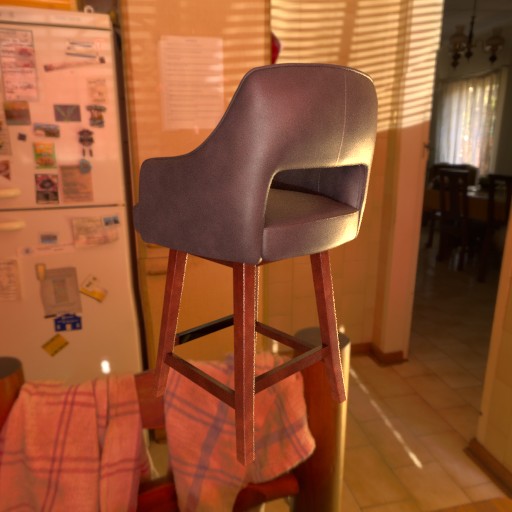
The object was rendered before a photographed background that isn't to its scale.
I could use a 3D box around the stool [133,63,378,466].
[{"bbox_3d":[0.000,0.000,1.245,0.550,0.936,0.560,-14,20,-41],"label":"stool"}]
